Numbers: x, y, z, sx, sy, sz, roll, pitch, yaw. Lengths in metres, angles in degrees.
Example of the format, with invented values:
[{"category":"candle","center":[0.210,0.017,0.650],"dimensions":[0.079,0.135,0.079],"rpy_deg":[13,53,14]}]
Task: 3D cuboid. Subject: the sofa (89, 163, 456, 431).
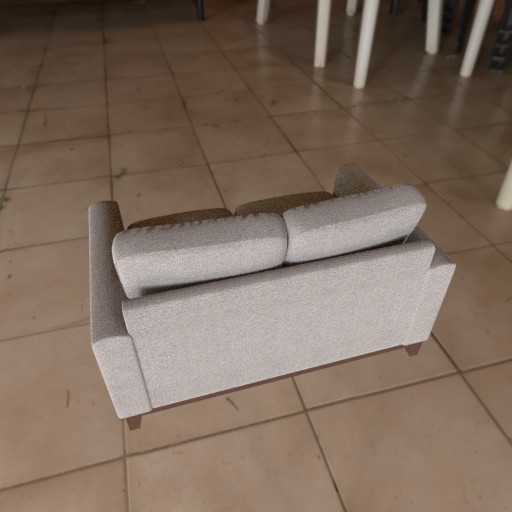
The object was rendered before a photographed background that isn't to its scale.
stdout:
[{"category":"sofa","center":[0.000,0.000,2.054],"dimensions":[1.420,0.873,0.917],"rpy_deg":[-11,42,-13]}]
